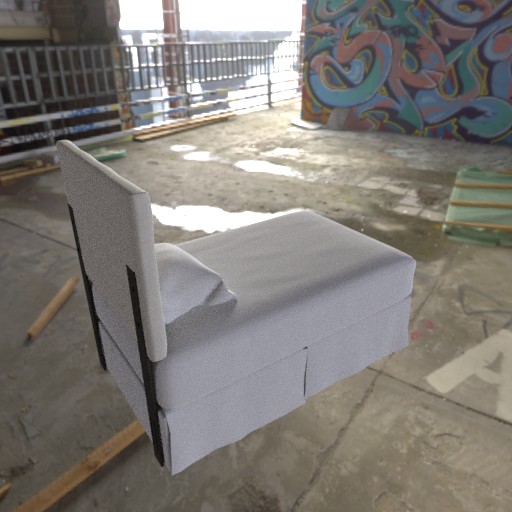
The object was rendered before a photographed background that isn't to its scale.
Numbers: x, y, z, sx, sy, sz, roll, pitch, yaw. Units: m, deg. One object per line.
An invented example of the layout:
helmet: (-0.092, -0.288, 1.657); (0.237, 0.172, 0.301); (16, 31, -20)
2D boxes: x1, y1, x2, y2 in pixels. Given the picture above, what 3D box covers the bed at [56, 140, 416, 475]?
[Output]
bed: (0.000, 0.000, 2.935); (1.997, 1.571, 1.261); (-18, 32, -31)
